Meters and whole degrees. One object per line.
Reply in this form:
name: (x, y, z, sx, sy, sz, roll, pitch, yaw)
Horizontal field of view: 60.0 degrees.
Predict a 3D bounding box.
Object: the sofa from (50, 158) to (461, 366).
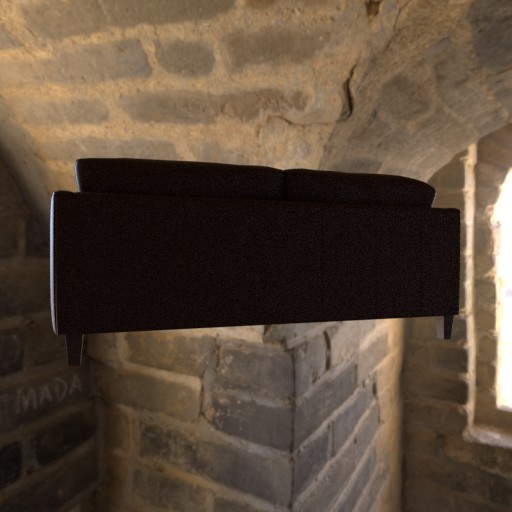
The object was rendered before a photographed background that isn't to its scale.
sofa: (0.000, 0.000, 2.428, 1.971, 0.863, 0.923, 0, 0, -18)
